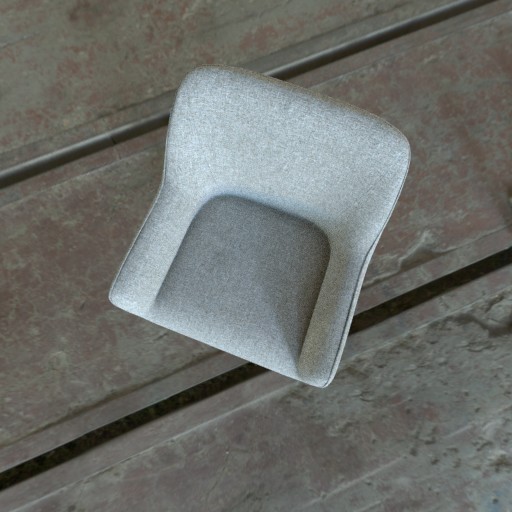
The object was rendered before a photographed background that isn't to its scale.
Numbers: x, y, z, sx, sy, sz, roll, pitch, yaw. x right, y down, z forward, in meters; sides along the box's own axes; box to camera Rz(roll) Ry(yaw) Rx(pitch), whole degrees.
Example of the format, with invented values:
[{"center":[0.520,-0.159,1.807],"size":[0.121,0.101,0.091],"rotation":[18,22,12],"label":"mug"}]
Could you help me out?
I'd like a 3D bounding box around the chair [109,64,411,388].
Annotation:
[{"center":[0.000,0.000,1.180],"size":[0.543,0.803,0.519],"rotation":[21,77,5],"label":"chair"}]
